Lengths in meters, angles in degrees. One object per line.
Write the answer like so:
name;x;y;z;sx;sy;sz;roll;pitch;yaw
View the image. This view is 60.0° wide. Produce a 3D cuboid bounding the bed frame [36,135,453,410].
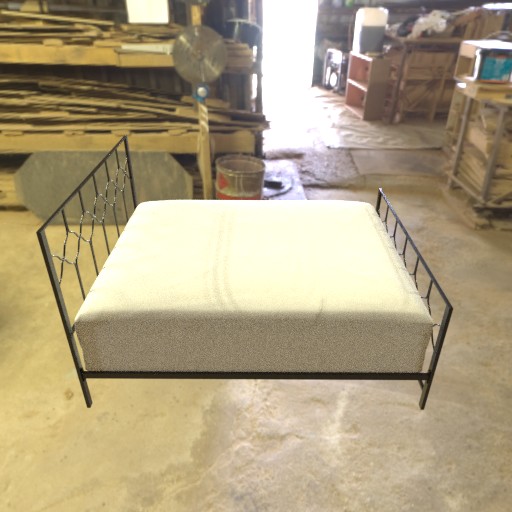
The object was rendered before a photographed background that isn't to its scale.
bed frame;0.000;0.000;3.079;2.063;1.222;1.597;0;31;0
